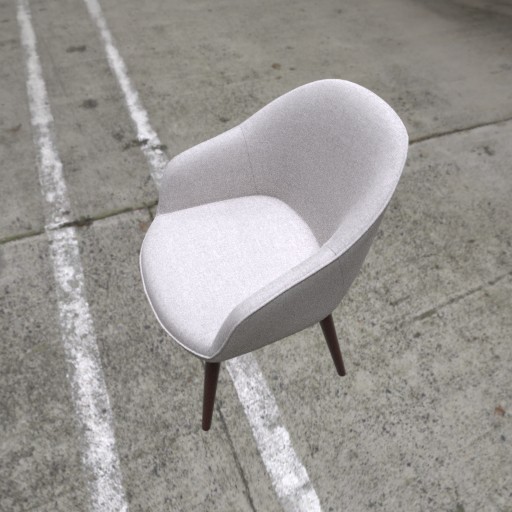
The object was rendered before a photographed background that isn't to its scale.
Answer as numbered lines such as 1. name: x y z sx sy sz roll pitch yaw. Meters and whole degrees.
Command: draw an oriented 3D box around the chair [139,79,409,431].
1. chair: 0.000 0.000 1.245 0.635 0.823 0.596 -17 49 -15
